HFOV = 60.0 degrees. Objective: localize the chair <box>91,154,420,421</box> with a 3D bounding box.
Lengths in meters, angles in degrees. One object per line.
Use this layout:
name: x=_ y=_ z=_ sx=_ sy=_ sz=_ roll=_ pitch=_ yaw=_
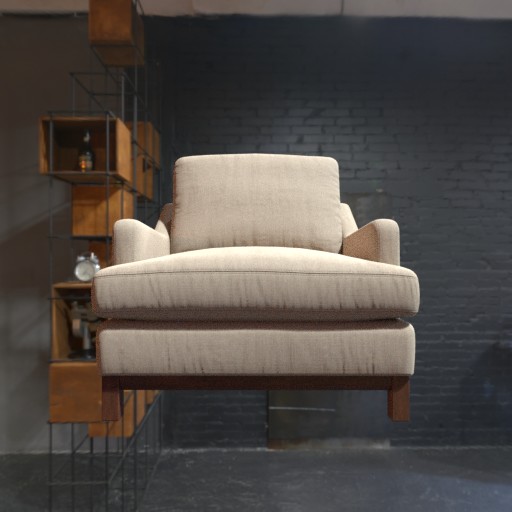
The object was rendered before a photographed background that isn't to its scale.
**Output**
chair: x=0.000 y=0.000 z=1.689 sx=0.912 sy=0.916 sz=1.001 roll=0 pitch=0 yaw=0
